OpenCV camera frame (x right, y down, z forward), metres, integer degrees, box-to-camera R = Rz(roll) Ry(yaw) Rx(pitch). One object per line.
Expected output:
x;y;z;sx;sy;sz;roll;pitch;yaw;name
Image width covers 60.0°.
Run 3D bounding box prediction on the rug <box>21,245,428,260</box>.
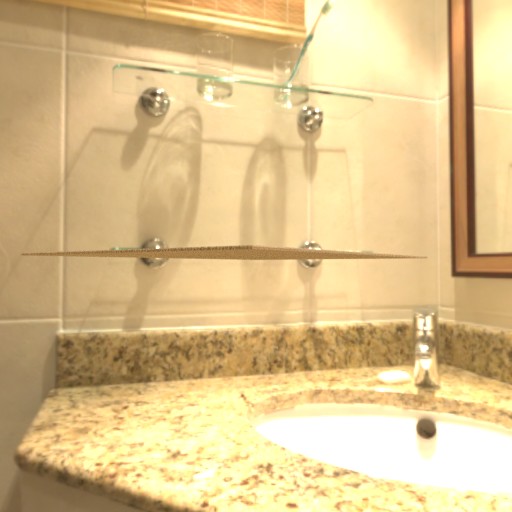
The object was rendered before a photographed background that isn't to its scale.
0.000;0.000;2.770;1.509;0.013;2.144;-1;-2;36;rug
